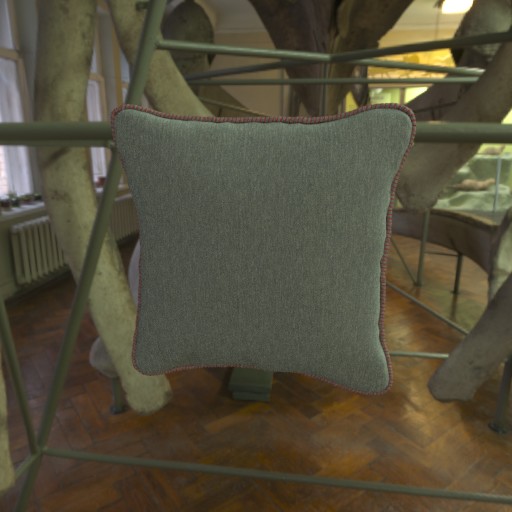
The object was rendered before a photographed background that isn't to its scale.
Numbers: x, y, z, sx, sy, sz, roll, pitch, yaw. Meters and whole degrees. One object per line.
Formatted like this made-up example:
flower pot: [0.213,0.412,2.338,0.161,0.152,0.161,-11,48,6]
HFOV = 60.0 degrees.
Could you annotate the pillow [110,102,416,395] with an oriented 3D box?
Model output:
pillow: [0.000,0.000,0.751,0.482,0.491,0.124,2,16,9]
